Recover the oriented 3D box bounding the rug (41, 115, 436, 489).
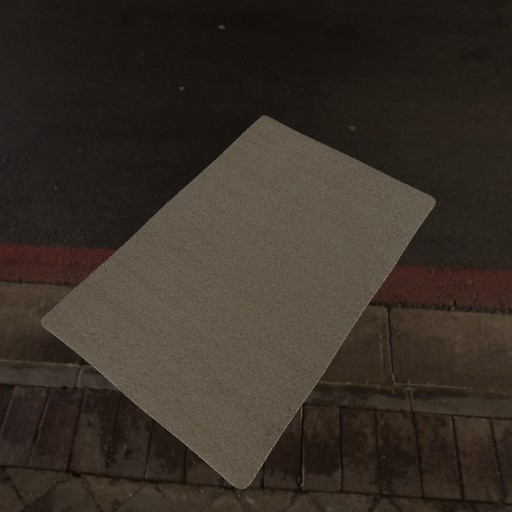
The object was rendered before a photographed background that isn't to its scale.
[{"bbox_3d":[0.000,0.000,3.410,1.798,0.025,2.698,32,63,19],"label":"rug"}]
